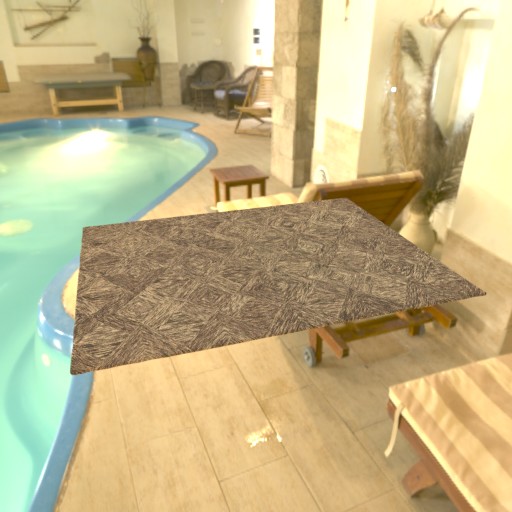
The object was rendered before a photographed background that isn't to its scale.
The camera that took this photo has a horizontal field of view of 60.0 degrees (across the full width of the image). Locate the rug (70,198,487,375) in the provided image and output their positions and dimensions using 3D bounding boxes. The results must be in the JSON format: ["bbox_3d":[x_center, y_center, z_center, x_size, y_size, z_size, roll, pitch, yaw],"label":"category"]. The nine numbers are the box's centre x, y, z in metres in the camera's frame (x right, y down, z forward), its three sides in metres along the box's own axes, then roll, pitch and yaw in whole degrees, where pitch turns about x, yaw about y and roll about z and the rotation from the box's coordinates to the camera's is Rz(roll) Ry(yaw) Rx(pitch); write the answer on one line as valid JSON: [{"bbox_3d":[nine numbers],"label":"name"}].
[{"bbox_3d":[0.000,0.000,4.228,3.204,0.017,2.448,-8,28,-15],"label":"rug"}]
